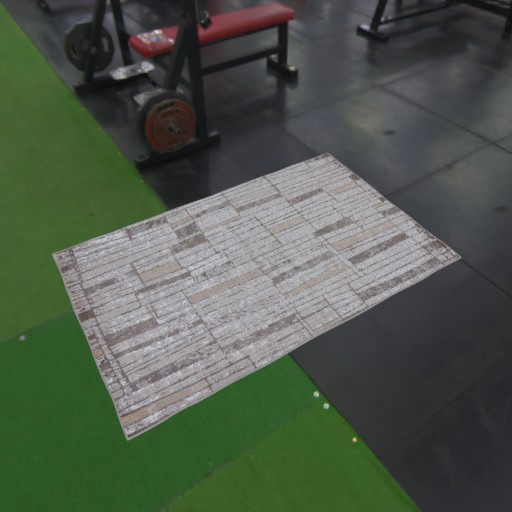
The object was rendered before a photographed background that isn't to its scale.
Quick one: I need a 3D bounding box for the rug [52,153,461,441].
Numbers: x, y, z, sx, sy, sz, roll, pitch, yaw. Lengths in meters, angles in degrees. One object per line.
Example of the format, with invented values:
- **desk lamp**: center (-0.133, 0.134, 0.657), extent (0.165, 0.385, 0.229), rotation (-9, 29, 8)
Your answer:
- **rug**: center (0.000, 0.000, 3.109), extent (2.444, 0.023, 1.531), rotation (-24, 51, -21)
